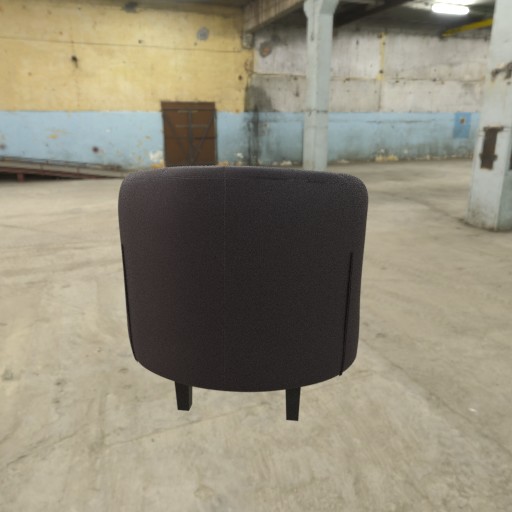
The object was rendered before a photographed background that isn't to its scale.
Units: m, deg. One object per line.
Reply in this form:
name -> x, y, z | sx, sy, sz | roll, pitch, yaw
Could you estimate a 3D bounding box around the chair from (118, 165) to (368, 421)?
chair -> 0.000, 0.000, 1.695 | 0.763, 0.760, 1.191 | 2, 16, 8
